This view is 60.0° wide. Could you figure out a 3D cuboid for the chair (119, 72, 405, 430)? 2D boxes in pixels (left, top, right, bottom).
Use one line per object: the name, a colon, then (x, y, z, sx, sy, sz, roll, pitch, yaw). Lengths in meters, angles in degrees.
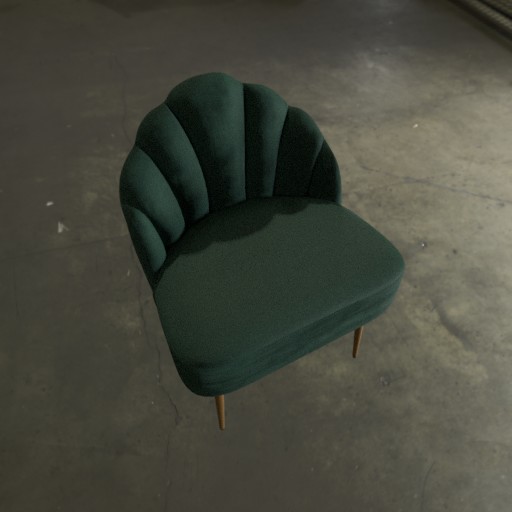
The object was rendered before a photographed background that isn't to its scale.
chair: (0.000, 0.000, 1.256, 0.657, 0.819, 0.599, -22, 51, -19)
